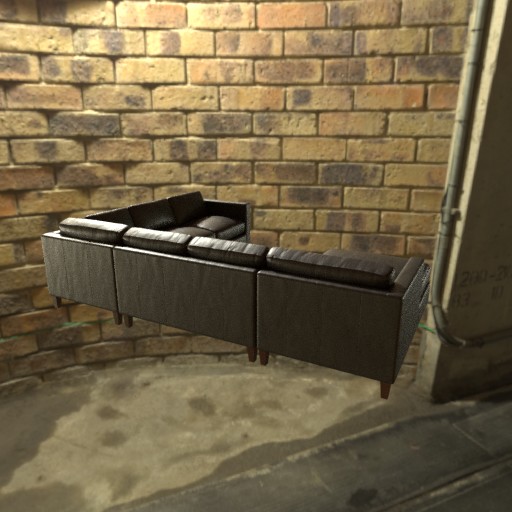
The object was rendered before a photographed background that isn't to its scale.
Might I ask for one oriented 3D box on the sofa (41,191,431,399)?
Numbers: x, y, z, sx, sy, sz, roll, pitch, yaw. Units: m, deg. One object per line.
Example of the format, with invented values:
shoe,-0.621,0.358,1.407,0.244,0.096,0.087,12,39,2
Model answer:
sofa,0.000,0.000,4.550,3.324,0.891,2.452,9,19,27
